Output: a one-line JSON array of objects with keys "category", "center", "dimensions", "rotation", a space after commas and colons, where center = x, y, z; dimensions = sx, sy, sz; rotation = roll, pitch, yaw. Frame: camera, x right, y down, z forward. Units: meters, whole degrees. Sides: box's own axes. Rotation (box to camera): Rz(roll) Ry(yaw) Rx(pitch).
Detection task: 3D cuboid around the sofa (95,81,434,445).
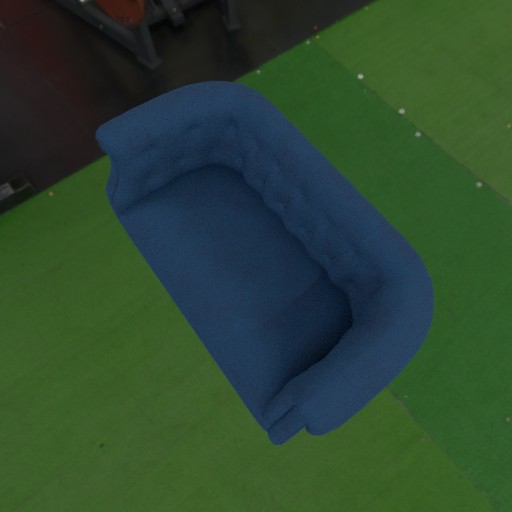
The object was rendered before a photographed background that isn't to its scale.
[{"category": "sofa", "center": [0.000, 0.000, 2.059], "dimensions": [0.835, 0.827, 1.558], "rotation": [-34, 70, -14]}]
